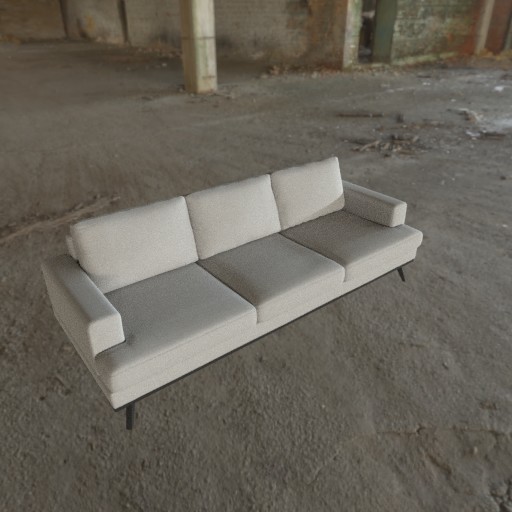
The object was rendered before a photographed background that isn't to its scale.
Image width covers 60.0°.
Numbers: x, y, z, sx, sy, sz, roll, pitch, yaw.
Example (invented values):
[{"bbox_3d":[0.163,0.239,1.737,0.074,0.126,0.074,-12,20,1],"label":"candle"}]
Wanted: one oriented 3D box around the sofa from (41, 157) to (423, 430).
[{"bbox_3d":[0.000,0.000,2.813,2.310,0.810,0.920,-21,35,-33],"label":"sofa"}]
